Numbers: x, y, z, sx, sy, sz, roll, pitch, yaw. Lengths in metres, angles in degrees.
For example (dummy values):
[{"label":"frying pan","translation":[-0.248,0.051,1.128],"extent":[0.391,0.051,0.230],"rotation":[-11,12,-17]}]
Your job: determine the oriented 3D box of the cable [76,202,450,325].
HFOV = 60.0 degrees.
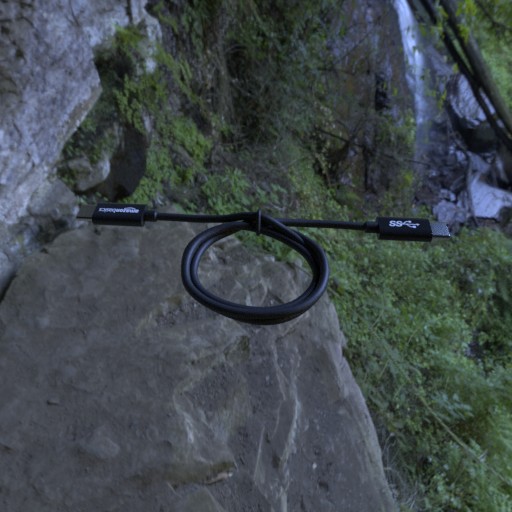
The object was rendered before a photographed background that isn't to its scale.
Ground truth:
[{"label":"cable","translation":[0.000,0.000,0.203],"extent":[0.186,0.014,0.070],"rotation":[3,47,3]}]
